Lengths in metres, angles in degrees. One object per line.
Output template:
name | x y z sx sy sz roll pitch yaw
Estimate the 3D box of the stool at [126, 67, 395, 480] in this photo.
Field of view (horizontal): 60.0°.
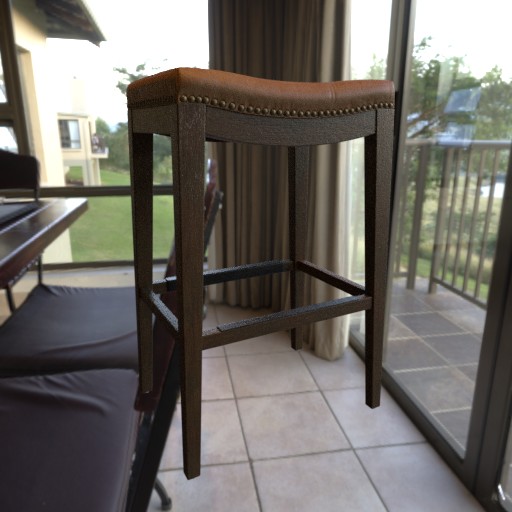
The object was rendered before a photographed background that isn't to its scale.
stool | 0.000 0.000 1.024 0.500 0.759 0.361 -9 18 -27
